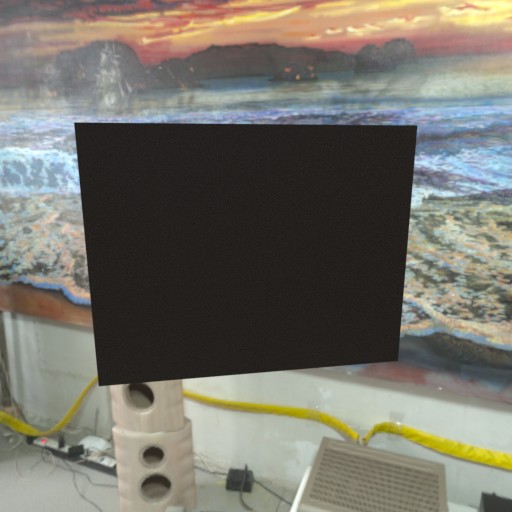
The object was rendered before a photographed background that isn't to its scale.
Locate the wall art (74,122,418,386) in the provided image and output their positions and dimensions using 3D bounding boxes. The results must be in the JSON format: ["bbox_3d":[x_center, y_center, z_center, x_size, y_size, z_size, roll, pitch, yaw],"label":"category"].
[{"bbox_3d":[0.000,0.000,1.669,1.207,0.952,0.034,-2,14,-9],"label":"wall art"}]
